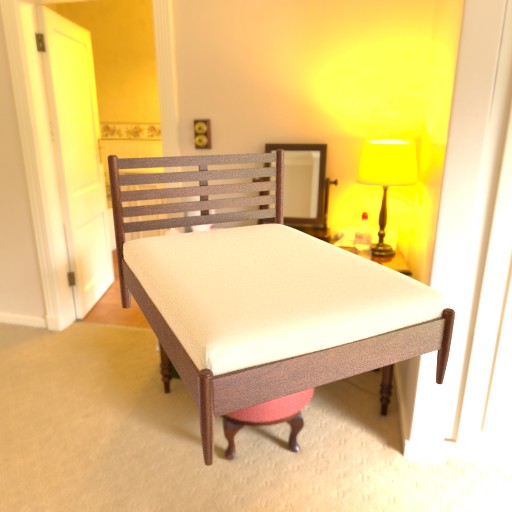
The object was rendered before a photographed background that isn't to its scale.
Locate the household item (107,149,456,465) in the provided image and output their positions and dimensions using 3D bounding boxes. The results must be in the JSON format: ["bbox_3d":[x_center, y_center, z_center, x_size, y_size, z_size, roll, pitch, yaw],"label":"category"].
[{"bbox_3d":[0.000,0.000,3.261,1.663,1.356,2.232,-8,19,-25],"label":"household item"}]
